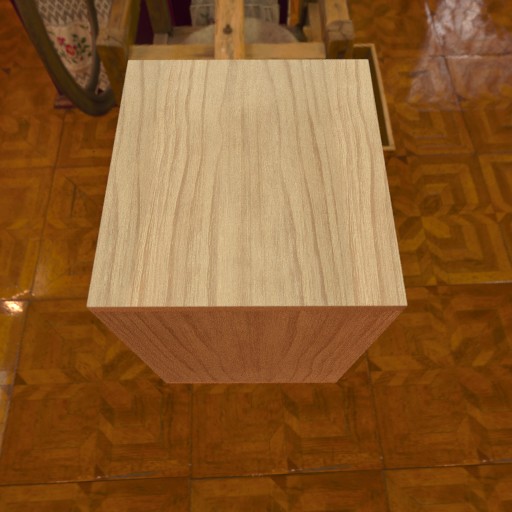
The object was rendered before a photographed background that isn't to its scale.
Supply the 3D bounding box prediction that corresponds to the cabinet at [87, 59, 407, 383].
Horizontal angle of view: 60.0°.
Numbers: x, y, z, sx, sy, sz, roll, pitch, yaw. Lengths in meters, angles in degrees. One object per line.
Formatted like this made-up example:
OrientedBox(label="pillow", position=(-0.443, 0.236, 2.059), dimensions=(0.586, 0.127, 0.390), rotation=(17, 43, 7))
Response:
OrientedBox(label="cabinet", position=(0.000, 0.000, 0.871), dimensions=(0.401, 0.579, 0.409), rotation=(0, 64, 0))
